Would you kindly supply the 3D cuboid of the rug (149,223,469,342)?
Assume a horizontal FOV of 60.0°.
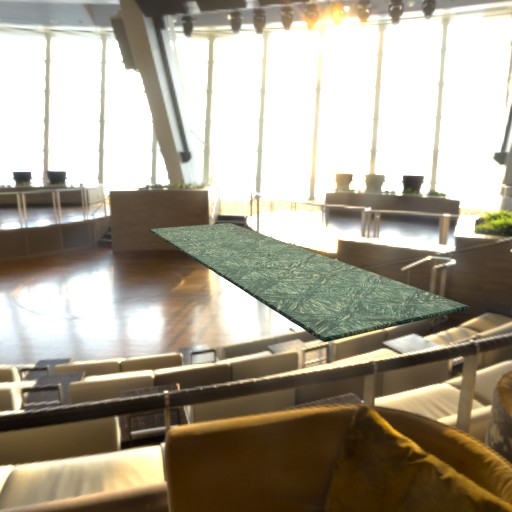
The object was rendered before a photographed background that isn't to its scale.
[{"bbox_3d":[0.000,0.000,2.536,0.676,0.016,2.286,-7,15,-26],"label":"rug"}]
